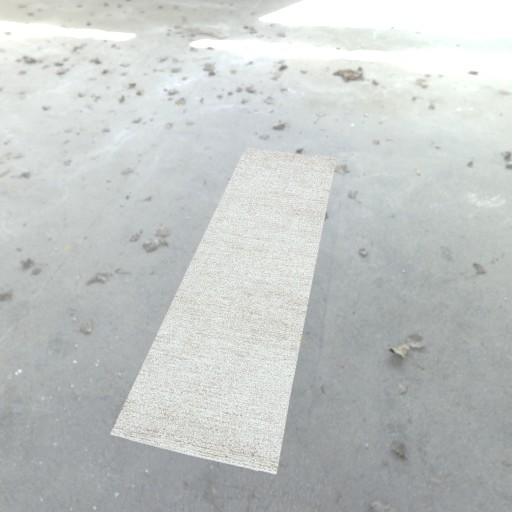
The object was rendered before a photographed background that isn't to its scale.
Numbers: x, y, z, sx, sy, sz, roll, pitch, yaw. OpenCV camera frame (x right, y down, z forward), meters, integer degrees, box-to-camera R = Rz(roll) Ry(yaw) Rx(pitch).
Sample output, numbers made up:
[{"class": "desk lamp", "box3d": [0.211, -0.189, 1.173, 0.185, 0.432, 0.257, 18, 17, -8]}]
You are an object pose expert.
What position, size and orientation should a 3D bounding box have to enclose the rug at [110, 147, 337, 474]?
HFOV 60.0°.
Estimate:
[{"class": "rug", "box3d": [0.000, 0.000, 2.603, 0.712, 0.013, 2.346, 9, 46, 9]}]
